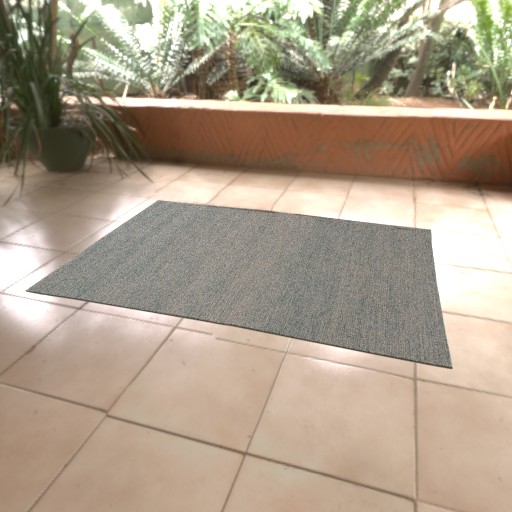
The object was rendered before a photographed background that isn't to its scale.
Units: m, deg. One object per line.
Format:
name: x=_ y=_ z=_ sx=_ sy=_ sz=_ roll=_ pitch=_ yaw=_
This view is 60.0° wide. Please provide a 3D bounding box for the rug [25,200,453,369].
rug: x=0.000 y=0.000 z=2.944 sx=2.306 sy=0.030 sz=1.613 roll=8 pitch=28 yaw=15
